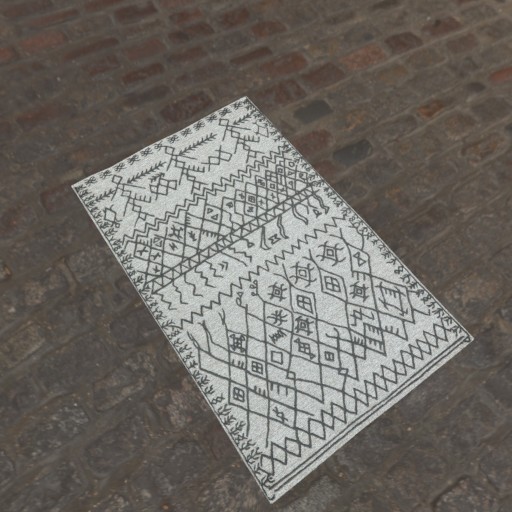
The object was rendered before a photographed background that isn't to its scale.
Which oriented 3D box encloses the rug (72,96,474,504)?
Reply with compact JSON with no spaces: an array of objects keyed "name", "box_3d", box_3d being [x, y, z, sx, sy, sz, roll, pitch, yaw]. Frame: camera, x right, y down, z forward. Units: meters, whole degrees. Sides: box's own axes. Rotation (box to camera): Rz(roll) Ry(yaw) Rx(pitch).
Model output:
[{"name":"rug","box_3d":[0.000,0.000,4.597,2.393,0.019,3.824,-32,68,-15]}]
